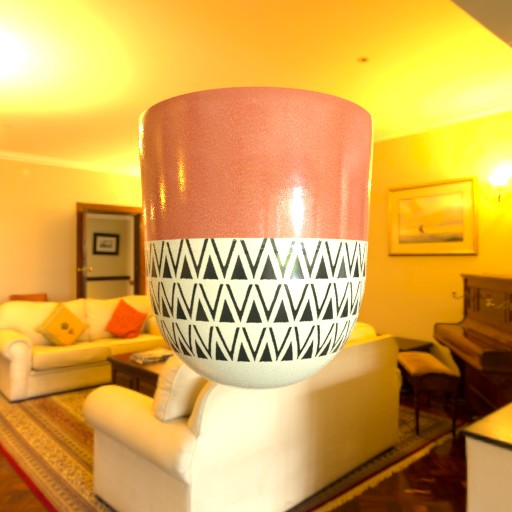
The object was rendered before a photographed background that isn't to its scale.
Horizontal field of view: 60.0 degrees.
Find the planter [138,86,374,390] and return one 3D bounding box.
[{"bbox_3d":[0.000,0.000,0.378,0.195,0.214,0.195,0,-1,0],"label":"planter"}]
